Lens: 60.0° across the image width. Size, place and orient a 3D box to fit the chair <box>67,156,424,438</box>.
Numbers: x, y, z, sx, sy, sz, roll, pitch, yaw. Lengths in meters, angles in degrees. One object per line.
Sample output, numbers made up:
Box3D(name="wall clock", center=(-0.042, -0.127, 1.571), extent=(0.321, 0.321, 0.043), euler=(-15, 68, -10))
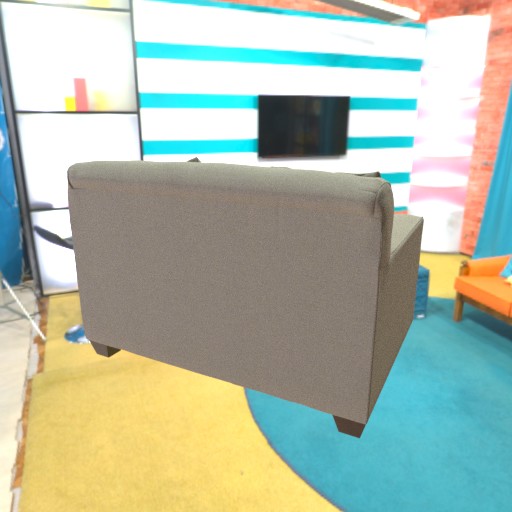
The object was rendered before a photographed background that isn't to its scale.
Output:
Box3D(name="chair", center=(0.000, 0.000, 2.122), extent=(1.383, 0.948, 1.000), euler=(9, 19, 27))
